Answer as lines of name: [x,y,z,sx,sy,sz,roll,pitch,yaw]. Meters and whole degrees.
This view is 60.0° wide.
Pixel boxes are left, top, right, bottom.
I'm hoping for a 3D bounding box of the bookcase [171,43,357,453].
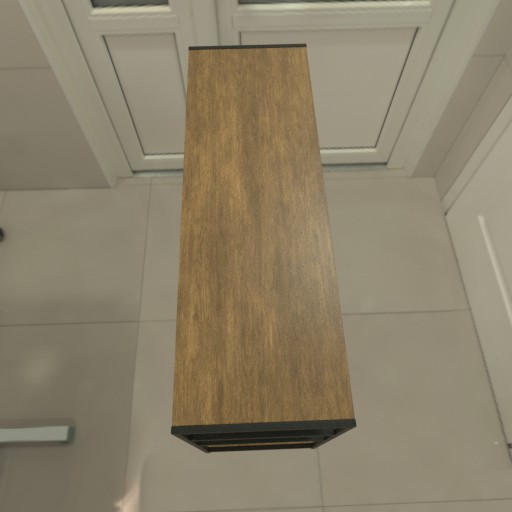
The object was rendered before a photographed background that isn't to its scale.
bookcase: [0.000,0.000,1.471,0.391,0.712,1.149,-2,63,-1]
